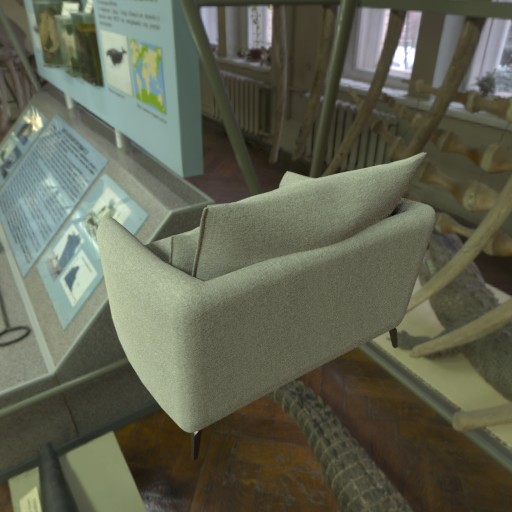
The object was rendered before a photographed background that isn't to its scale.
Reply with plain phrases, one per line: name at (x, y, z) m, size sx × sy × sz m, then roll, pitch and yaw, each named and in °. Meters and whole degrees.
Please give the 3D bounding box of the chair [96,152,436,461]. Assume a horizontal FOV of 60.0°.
chair at (0.000, 0.000, 1.635) m, size 1.029 × 0.856 × 0.801 m, roll -19°, pitch 36°, yaw -28°
